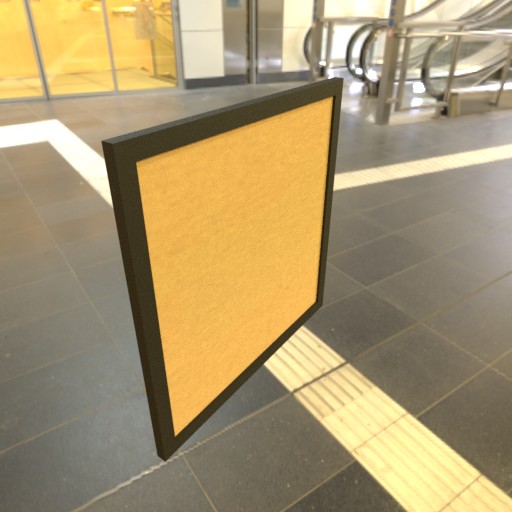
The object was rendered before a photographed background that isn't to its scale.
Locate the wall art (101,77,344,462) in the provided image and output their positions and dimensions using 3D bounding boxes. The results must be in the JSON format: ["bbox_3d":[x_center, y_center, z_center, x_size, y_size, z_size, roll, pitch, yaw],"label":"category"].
[{"bbox_3d":[0.000,0.000,0.527,0.013,0.356,0.356,20,36,31],"label":"wall art"}]
